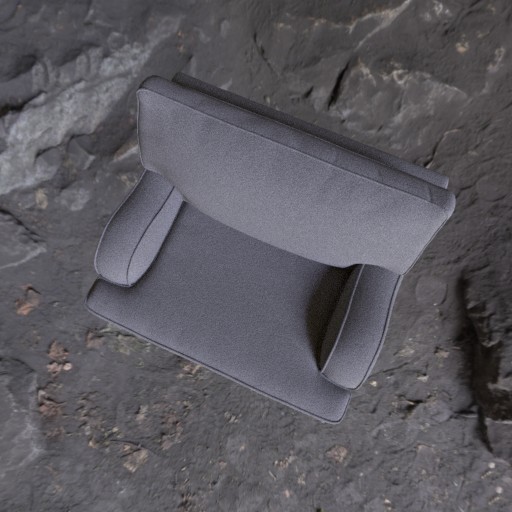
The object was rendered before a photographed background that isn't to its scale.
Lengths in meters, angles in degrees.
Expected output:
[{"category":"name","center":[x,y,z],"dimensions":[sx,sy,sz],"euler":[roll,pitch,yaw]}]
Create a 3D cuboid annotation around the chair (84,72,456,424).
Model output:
[{"category":"chair","center":[0.000,0.000,1.938],"dimensions":[1.220,1.016,1.040],"euler":[23,76,6]}]
